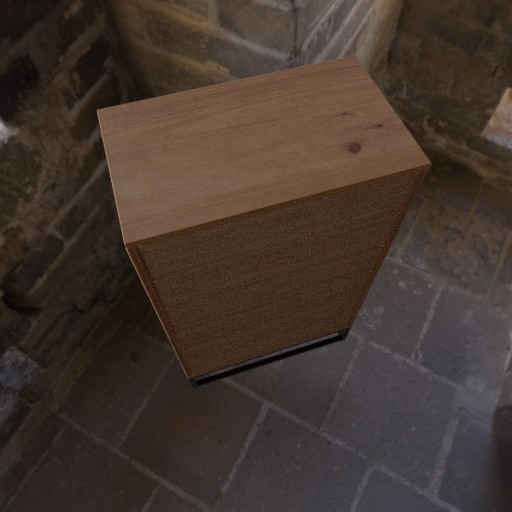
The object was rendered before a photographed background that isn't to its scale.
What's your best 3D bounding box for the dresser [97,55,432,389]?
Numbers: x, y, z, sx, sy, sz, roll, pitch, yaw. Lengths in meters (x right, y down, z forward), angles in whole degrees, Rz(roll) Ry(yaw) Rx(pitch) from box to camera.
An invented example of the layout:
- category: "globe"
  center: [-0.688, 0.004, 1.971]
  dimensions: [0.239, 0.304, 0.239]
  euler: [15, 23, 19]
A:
- category: "dresser"
  center: [0.000, 0.000, 1.674]
  dimensions: [0.761, 1.240, 0.479]
  euler: [-16, 60, -9]
